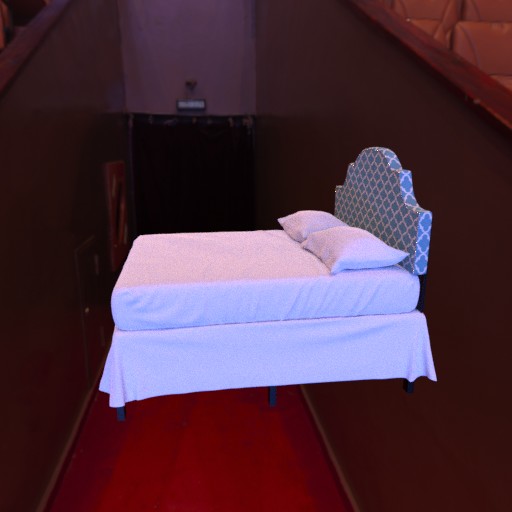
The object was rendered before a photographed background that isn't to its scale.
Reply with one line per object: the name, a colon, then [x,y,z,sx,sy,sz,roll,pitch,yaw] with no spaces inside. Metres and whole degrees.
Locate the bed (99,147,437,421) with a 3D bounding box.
bed: [0.000,0.000,3.436,2.222,1.633,1.780,-2,15,-9]
